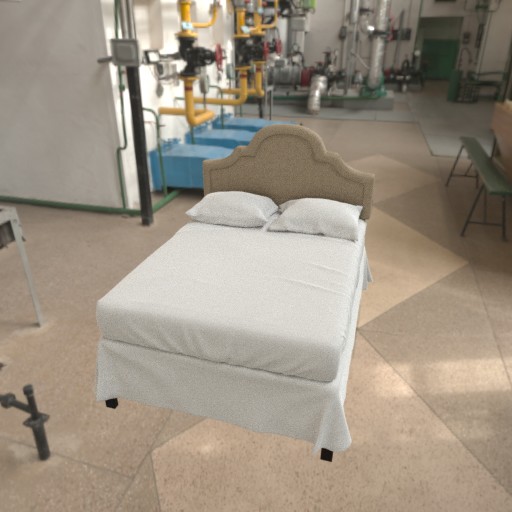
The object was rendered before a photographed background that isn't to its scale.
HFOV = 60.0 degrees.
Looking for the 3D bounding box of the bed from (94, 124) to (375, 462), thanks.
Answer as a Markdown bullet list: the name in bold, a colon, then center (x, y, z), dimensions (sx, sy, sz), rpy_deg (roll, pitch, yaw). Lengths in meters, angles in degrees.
- **bed**: center (0.000, 0.000, 3.382), dimensions (1.780, 1.634, 2.222), rpy_deg (8, 28, 15)
